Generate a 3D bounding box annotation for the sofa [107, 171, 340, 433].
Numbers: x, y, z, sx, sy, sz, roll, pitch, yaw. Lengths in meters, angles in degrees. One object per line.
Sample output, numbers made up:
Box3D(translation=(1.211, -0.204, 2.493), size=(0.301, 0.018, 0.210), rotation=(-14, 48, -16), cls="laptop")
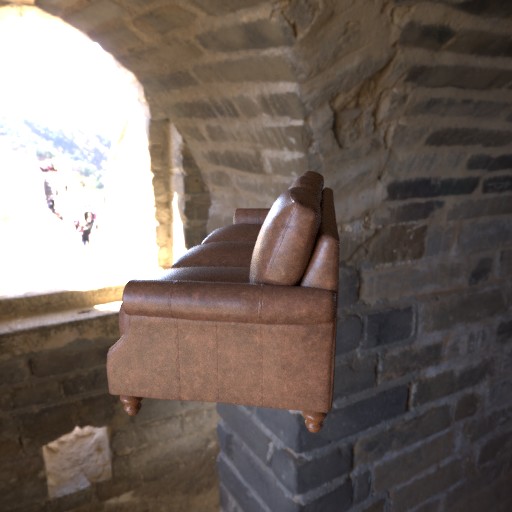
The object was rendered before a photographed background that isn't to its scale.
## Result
Box3D(translation=(0.000, 0.000, 2.796), size=(0.973, 0.977, 2.351), rotation=(2, 14, 9), cls="sofa")
